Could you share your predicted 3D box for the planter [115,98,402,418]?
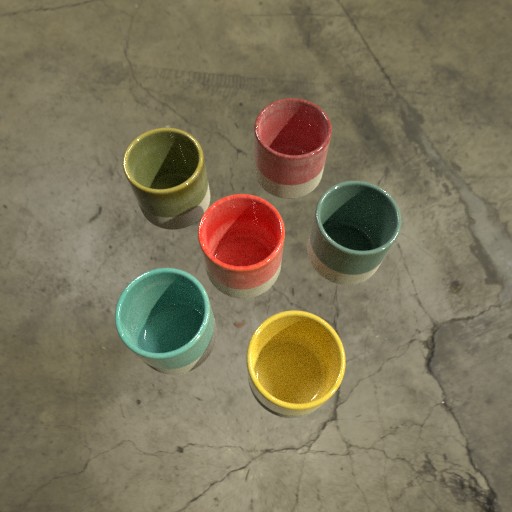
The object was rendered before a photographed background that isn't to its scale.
[{"bbox_3d":[0.000,0.000,0.410,0.257,0.075,0.286,-18,66,-8],"label":"planter"}]
